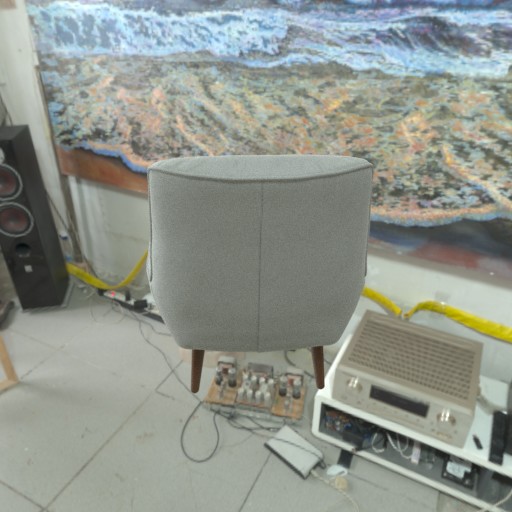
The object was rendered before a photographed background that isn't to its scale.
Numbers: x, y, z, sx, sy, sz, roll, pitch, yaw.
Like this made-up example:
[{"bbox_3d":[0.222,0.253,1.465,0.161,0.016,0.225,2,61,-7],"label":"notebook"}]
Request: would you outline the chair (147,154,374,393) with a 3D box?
[{"bbox_3d":[0.000,0.000,1.492,0.787,0.888,0.822,-1,30,-2],"label":"chair"}]
